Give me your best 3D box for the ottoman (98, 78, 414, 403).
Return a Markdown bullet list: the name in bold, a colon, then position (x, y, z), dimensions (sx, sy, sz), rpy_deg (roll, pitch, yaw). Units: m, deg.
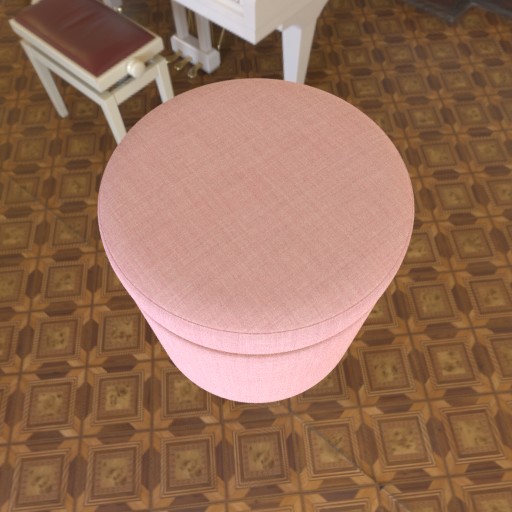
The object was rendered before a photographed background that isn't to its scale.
- **ottoman**: position (0.000, 0.000, 0.721), dimensions (0.400, 0.406, 0.400), rpy_deg (0, 62, 0)
